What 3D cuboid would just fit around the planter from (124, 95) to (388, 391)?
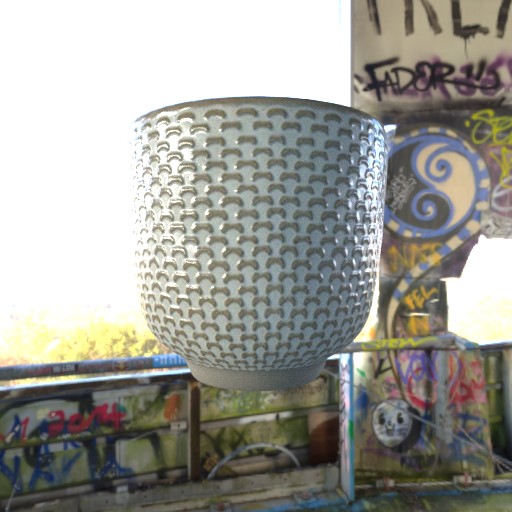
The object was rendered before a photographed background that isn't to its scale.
[{"bbox_3d":[0.000,0.000,0.303,0.173,0.160,0.173,0,0,0],"label":"planter"}]
